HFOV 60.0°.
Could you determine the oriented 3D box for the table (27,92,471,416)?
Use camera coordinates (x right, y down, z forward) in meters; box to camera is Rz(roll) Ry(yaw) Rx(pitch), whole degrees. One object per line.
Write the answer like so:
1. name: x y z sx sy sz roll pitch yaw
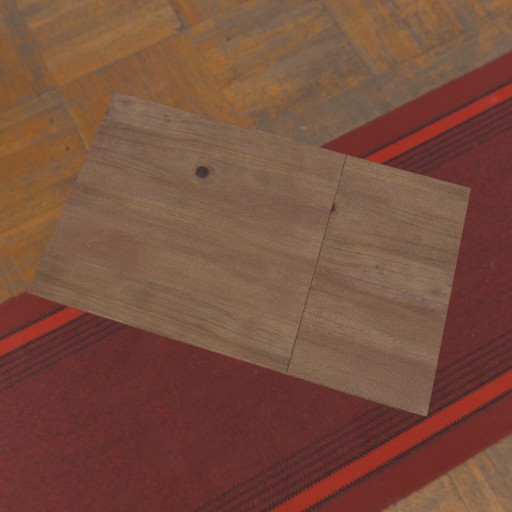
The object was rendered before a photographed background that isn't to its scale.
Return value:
1. table: 0.000 0.000 1.430 1.101 0.395 0.655 16 76 4
